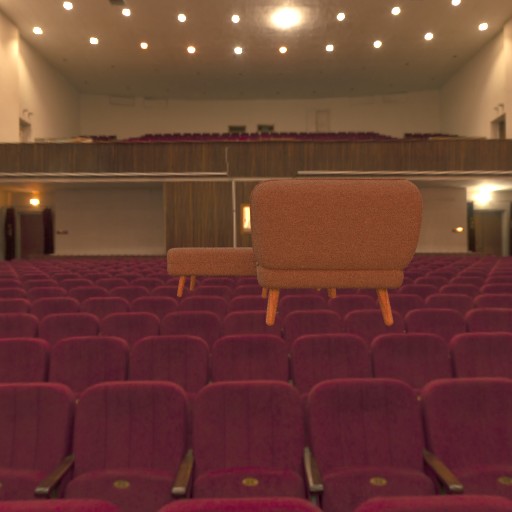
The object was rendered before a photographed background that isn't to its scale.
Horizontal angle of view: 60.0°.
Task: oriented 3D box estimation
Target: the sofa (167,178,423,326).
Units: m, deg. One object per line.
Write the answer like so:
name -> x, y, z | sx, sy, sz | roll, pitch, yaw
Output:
sofa -> 0.000, 0.000, 3.308 | 1.532, 0.693, 2.653 | 0, 0, 0
